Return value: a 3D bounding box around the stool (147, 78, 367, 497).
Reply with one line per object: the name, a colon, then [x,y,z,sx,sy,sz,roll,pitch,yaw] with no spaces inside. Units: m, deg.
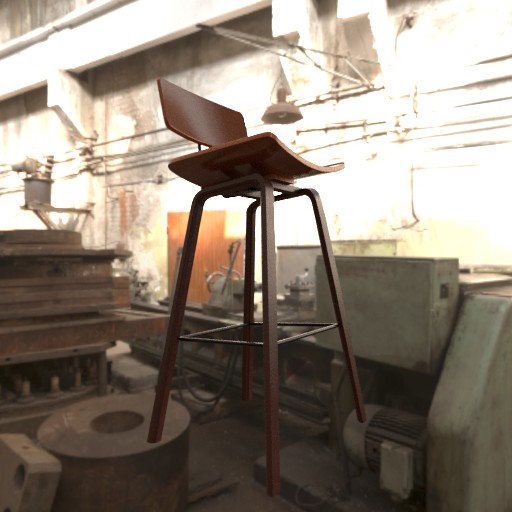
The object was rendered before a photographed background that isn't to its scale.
stool: [0.000,0.000,1.224,0.440,0.969,0.509,0,0,35]
